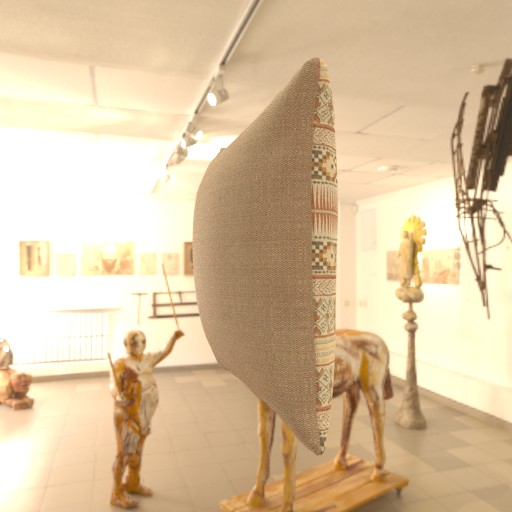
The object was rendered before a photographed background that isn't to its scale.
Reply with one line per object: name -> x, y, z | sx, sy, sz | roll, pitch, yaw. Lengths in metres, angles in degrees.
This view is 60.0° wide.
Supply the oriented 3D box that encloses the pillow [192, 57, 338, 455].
pillow -> 0.000, 0.000, 0.807 | 0.215, 0.519, 0.521 | 0, -1, -18
